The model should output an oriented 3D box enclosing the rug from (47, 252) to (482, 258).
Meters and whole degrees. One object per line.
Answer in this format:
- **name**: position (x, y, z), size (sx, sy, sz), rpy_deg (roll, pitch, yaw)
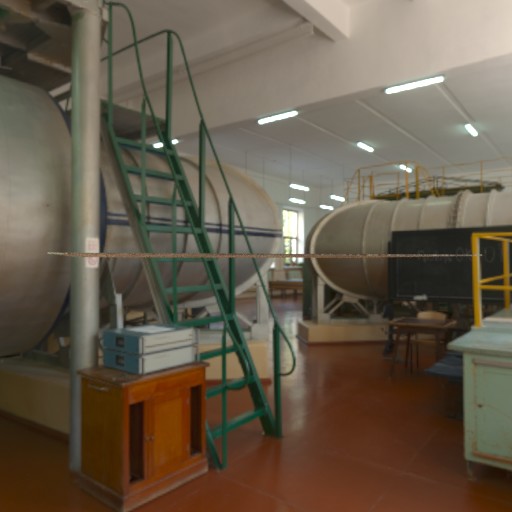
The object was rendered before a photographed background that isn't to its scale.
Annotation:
- **rug**: position (0.000, 0.000, 4.294), size (3.422, 0.015, 2.143), rpy_deg (0, -1, -18)
